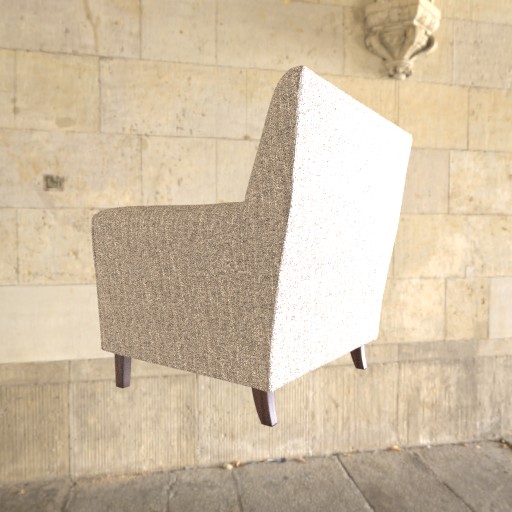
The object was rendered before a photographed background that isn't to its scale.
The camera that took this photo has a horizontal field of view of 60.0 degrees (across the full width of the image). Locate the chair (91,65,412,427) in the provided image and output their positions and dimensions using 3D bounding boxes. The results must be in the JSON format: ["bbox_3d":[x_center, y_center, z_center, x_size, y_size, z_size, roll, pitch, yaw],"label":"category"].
[{"bbox_3d":[0.000,0.000,1.622,0.873,0.928,0.864,2,3,36],"label":"chair"}]
